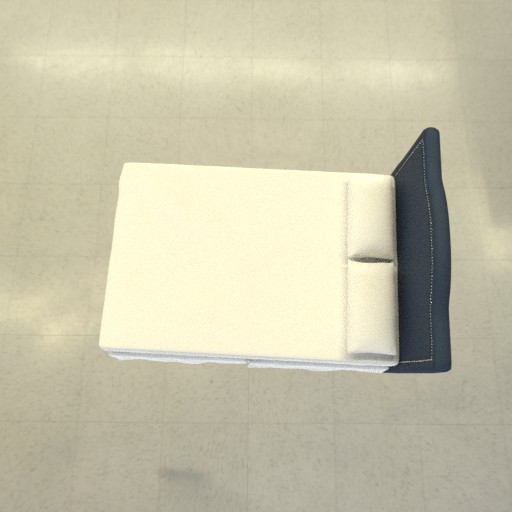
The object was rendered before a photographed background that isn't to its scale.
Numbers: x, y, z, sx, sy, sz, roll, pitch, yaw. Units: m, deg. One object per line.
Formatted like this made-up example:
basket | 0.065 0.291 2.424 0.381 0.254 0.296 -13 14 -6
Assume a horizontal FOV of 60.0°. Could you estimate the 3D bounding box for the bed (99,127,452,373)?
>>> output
bed | 0.000 0.000 3.548 2.507 1.441 1.741 3 76 1
